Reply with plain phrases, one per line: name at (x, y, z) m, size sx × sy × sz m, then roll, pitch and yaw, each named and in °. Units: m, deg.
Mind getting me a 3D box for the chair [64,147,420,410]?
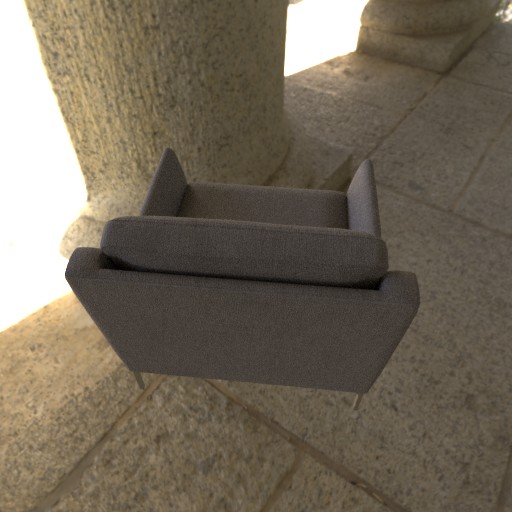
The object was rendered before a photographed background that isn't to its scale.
chair at (0.000, 0.000, 1.525) m, size 0.847 × 0.828 × 0.849 m, roll 4°, pitch 47°, yaw 4°
